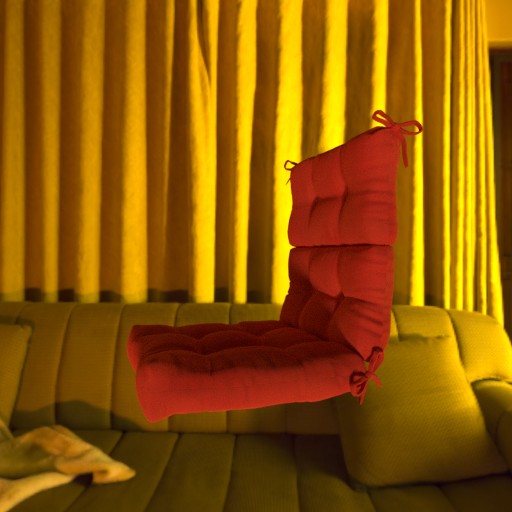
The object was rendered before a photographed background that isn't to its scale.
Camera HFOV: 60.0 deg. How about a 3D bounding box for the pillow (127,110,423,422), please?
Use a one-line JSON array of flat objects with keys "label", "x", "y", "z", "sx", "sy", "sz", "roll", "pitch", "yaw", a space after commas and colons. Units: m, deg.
[{"label": "pillow", "x": 0.000, "y": 0.000, "z": 1.049, "sx": 0.571, "sy": 0.605, "sz": 0.519, "roll": 0, "pitch": 0, "yaw": -19}]
